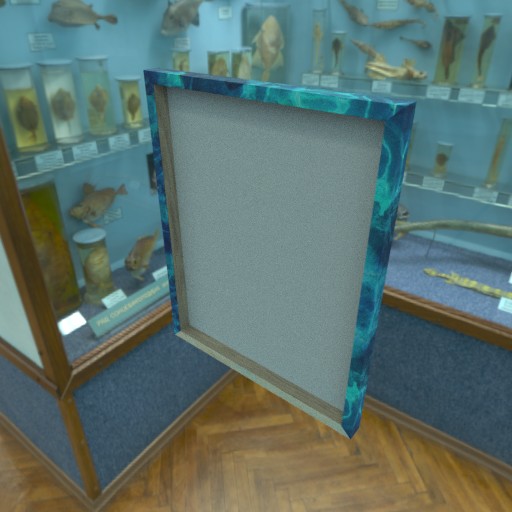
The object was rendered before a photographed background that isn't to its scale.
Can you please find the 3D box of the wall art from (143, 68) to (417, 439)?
[{"bbox_3d":[0.000,0.000,0.862,0.508,0.635,0.038,22,37,33],"label":"wall art"}]
